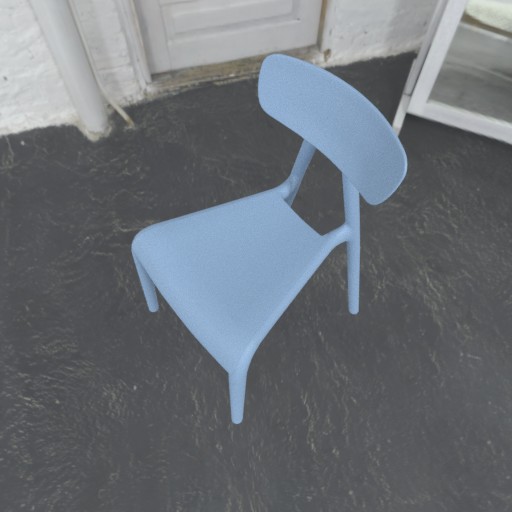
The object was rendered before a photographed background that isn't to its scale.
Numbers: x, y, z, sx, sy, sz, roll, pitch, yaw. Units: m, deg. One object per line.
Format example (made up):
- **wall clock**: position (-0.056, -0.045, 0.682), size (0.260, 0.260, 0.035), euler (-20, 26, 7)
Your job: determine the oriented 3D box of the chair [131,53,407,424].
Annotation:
- **chair**: position (0.000, 0.000, 0.832), size (0.401, 0.580, 0.356), euler (-36, 67, -17)
